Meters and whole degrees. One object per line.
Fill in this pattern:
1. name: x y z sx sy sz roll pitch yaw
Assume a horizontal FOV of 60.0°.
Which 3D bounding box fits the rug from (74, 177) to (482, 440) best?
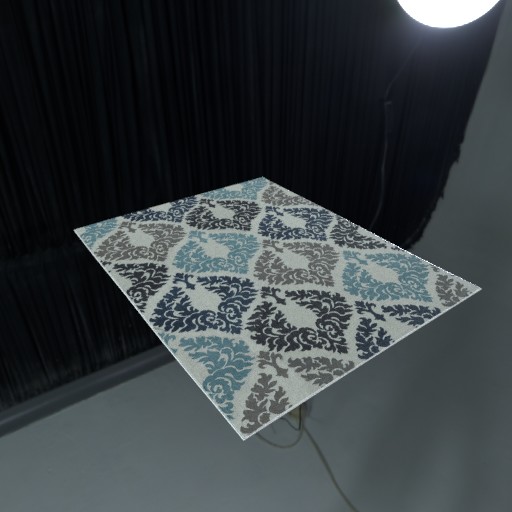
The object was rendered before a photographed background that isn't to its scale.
1. rug: 0.000 0.000 4.107 2.423 0.014 3.040 -21 38 -30
